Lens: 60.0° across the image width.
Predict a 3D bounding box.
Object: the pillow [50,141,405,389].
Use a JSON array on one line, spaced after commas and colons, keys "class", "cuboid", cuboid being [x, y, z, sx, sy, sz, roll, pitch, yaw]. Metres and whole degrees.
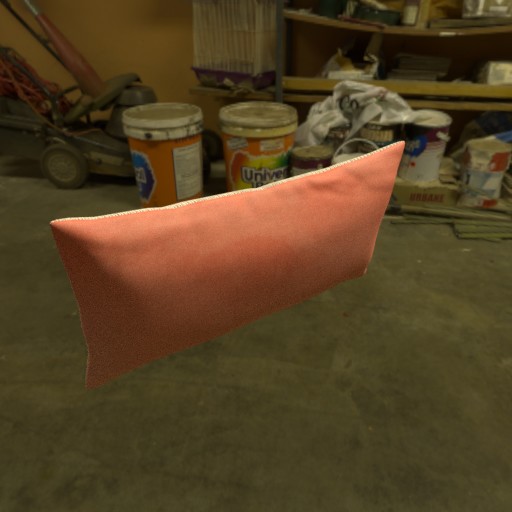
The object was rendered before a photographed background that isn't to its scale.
[{"class": "pillow", "cuboid": [0.000, 0.000, 0.745, 0.608, 0.307, 0.155, -18, 35, -29]}]
